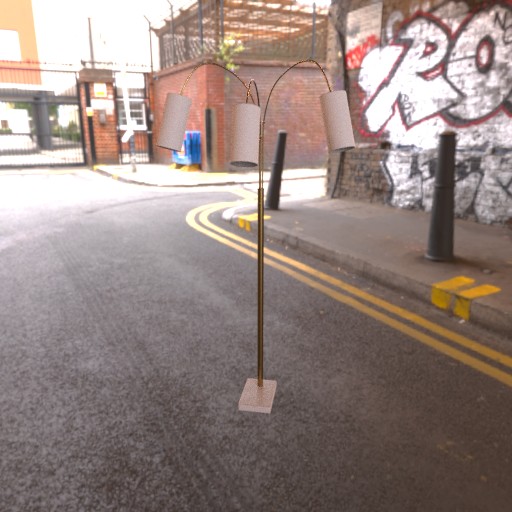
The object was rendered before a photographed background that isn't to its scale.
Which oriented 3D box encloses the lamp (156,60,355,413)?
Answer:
[{"bbox_3d":[0.000,0.000,2.508,1.020,2.055,0.667,3,16,9],"label":"lamp"}]
